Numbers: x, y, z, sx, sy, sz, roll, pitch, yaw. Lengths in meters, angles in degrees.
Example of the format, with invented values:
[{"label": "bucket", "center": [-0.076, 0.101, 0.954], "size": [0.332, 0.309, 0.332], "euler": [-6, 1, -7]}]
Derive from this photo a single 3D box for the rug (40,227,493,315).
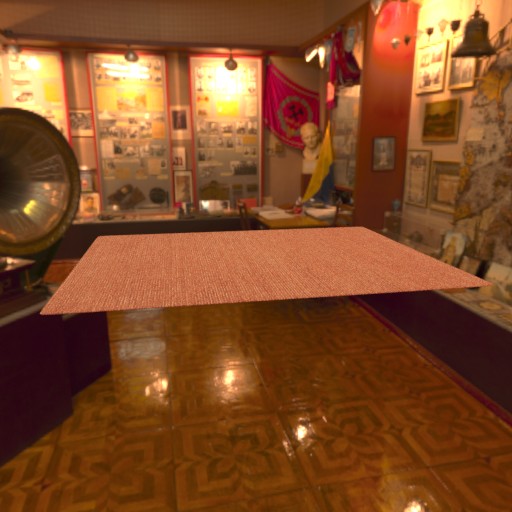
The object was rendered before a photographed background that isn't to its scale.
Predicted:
[{"label": "rug", "center": [0.000, 0.000, 2.755], "size": [2.112, 0.009, 1.594], "euler": [-3, 15, -10]}]
